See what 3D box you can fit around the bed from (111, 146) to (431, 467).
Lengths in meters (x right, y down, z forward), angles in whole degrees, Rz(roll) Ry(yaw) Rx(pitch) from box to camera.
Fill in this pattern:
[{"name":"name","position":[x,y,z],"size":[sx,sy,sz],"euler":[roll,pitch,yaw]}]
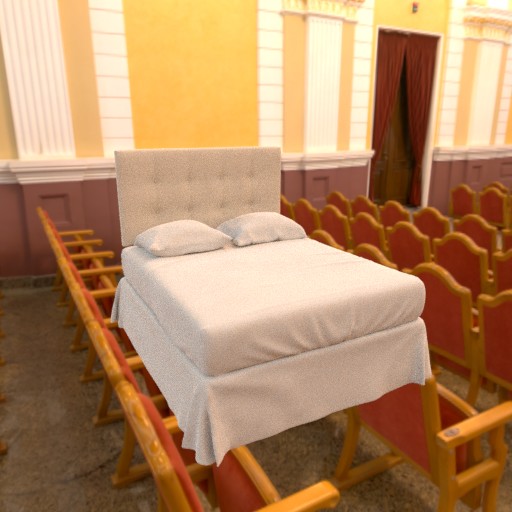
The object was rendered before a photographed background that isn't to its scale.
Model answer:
[{"name":"bed","position":[0.000,0.000,3.467],"size":[1.936,1.577,2.222],"euler":[-9,18,-27]}]
